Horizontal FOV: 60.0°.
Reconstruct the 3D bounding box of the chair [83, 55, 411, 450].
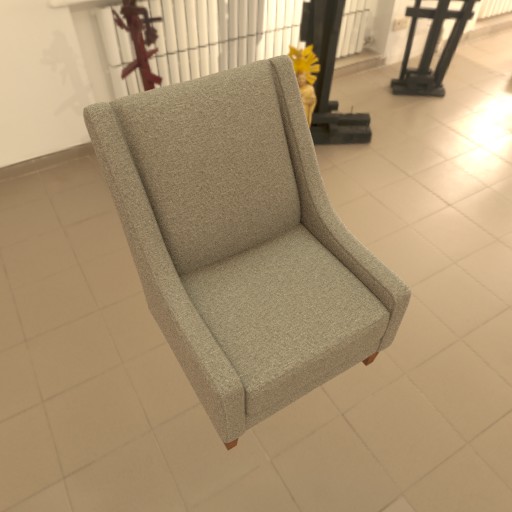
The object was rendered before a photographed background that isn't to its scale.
[{"bbox_3d":[0.000,0.000,1.603,0.774,1.016,0.870,-24,51,-21],"label":"chair"}]
